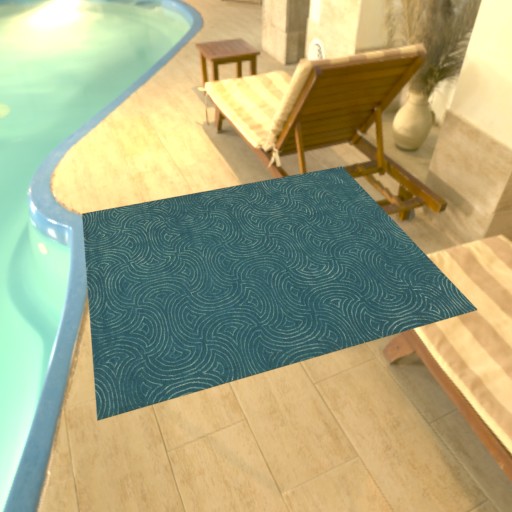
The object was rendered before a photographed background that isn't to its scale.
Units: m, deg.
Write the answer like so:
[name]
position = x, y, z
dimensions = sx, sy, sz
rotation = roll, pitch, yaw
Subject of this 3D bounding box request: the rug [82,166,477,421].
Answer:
[rug]
position = 0.000, 0.000, 4.150
dimensions = 3.033, 0.012, 2.432
rotation = -13, 43, -14
